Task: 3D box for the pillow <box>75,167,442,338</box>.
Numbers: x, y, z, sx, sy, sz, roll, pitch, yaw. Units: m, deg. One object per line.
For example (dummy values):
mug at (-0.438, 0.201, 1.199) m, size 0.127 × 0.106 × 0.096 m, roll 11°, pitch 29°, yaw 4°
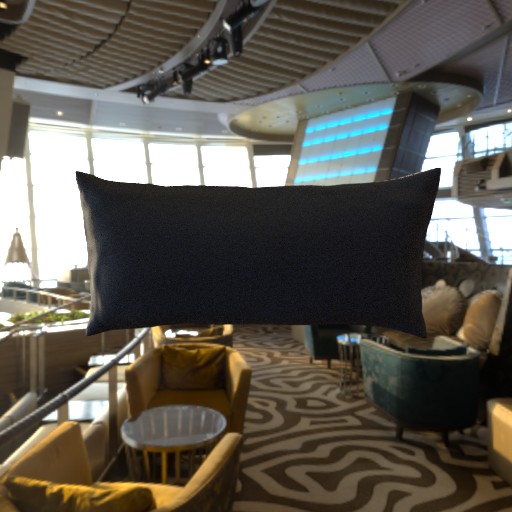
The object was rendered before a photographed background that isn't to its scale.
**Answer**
pillow at (0.000, 0.000, 0.763) m, size 0.608 × 0.292 × 0.156 m, roll 0°, pitch 1°, yaw 1°
